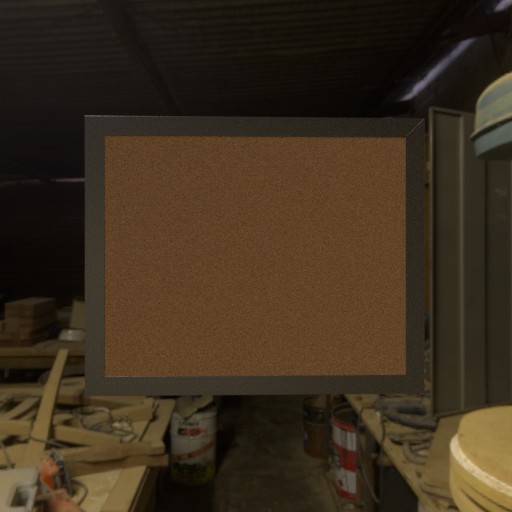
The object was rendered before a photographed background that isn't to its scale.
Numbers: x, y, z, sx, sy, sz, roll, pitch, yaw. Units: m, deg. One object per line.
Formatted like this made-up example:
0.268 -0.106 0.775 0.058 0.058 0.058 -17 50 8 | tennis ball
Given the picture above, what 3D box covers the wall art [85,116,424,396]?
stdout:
0.000 0.000 0.743 0.557 0.456 0.032 0 0 -1 | wall art
